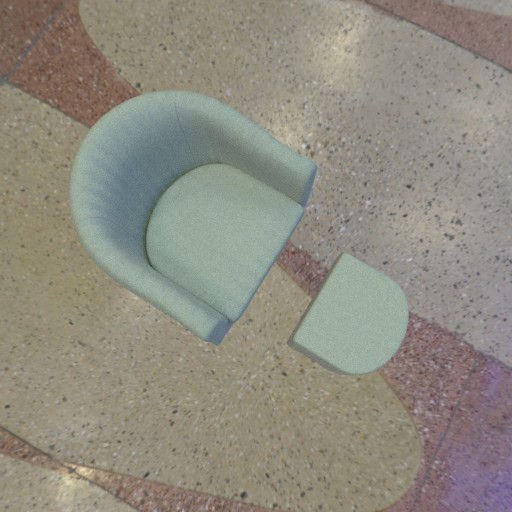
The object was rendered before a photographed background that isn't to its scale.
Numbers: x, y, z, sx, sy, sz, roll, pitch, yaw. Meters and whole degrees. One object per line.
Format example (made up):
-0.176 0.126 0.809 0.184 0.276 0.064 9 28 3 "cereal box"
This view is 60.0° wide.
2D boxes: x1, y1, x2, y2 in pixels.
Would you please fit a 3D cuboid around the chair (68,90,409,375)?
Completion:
0.000 0.000 1.728 1.288 0.757 0.756 31 78 7 "chair"
